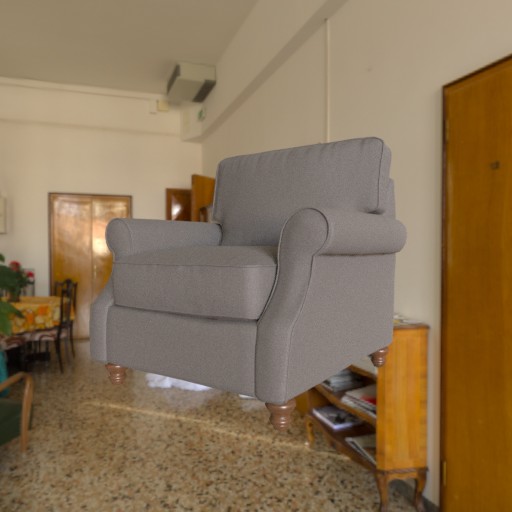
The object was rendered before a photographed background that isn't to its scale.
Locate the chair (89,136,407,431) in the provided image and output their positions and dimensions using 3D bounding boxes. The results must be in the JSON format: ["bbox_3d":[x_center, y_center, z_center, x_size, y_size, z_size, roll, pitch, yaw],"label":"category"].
[{"bbox_3d":[0.000,0.000,1.787,1.029,0.967,0.966,1,1,35],"label":"chair"}]
